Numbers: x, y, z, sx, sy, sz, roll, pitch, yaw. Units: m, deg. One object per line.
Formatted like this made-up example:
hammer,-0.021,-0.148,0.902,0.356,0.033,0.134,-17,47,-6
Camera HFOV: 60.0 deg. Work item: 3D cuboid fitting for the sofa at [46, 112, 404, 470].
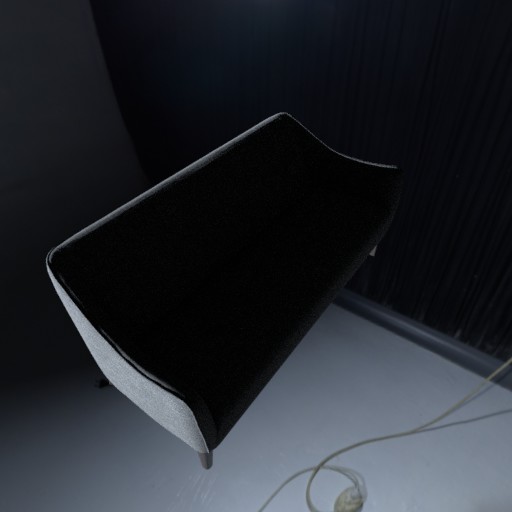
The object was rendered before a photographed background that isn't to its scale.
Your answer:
sofa,0.000,0.000,2.348,0.867,0.829,1.928,24,46,26
